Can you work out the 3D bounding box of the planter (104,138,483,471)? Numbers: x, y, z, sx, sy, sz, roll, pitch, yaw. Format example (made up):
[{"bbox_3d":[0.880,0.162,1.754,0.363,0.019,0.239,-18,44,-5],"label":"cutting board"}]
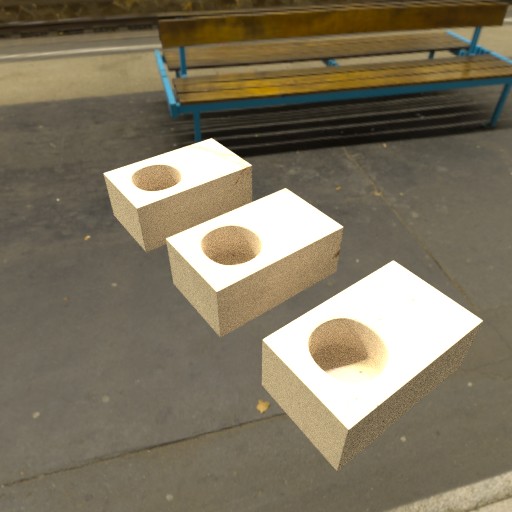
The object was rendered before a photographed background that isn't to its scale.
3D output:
[{"bbox_3d":[0.000,0.000,0.382,0.127,0.051,0.333,-26,47,-27],"label":"planter"}]
